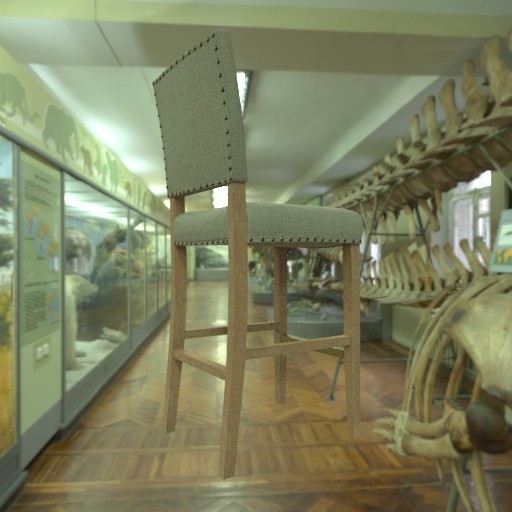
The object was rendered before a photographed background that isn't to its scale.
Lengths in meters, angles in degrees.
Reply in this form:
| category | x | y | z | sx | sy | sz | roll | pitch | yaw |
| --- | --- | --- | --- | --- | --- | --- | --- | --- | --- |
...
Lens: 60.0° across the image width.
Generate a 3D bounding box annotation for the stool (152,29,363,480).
| category | x | y | z | sx | sy | sz | roll | pitch | yaw |
| --- | --- | --- | --- | --- | --- | --- | --- | --- | --- |
| stool | 0.000 | 0.000 | 1.494 | 0.585 | 1.203 | 0.445 | 0 | 0 | -35 |
